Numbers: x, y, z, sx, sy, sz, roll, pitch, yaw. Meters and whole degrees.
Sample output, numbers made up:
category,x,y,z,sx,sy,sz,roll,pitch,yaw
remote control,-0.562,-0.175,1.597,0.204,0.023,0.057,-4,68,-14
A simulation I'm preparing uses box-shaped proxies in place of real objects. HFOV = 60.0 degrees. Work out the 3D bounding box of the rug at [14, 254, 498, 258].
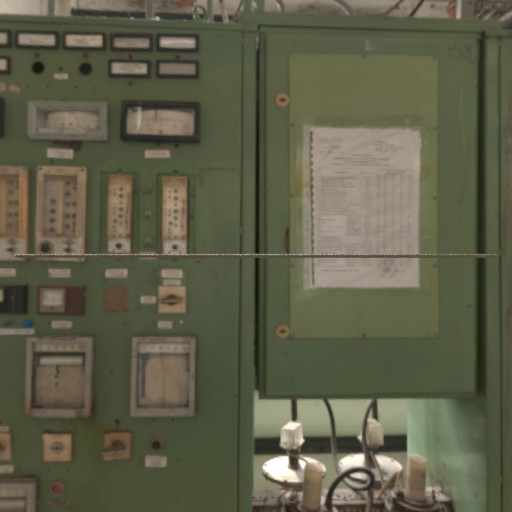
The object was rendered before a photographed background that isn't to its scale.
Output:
category,x,y,z,sx,sy,sz,roll,pitch,yaw
rug,0.000,0.000,2.160,1.748,0.014,1.144,0,0,-1
